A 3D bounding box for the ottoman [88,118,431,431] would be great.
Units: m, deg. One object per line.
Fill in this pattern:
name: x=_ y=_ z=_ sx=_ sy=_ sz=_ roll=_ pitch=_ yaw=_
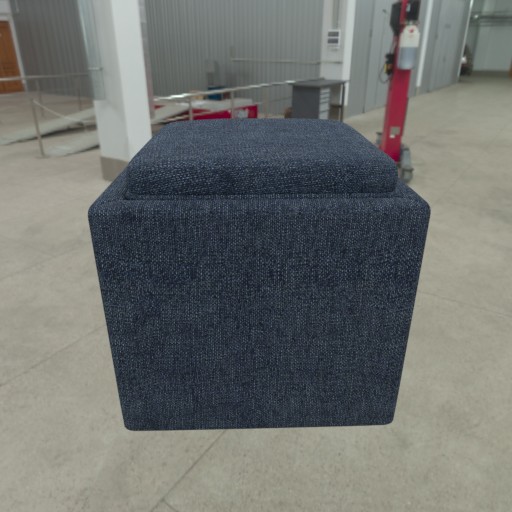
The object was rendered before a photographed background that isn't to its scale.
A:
ottoman: x=0.000 y=0.000 z=0.837 sx=0.450 sy=0.460 sz=0.450 roll=-1 pitch=26 yaw=-2
